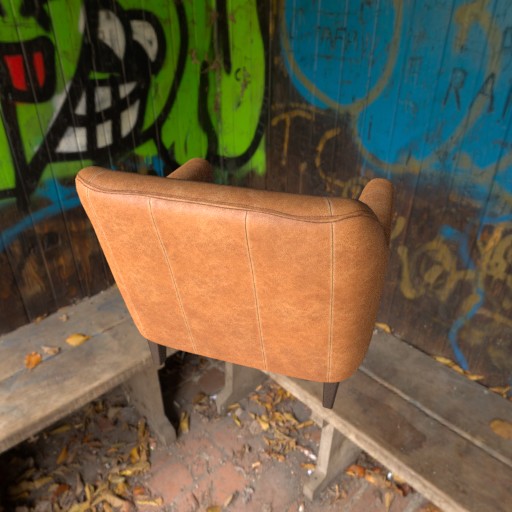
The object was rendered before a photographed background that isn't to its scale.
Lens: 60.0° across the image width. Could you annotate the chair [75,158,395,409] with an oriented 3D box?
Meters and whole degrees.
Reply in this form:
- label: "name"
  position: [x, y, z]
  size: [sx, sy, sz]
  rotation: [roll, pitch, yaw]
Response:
- label: "chair"
  position: [0.000, 0.000, 1.840]
  size: [1.037, 0.980, 1.034]
  rotation: [10, 33, 15]
